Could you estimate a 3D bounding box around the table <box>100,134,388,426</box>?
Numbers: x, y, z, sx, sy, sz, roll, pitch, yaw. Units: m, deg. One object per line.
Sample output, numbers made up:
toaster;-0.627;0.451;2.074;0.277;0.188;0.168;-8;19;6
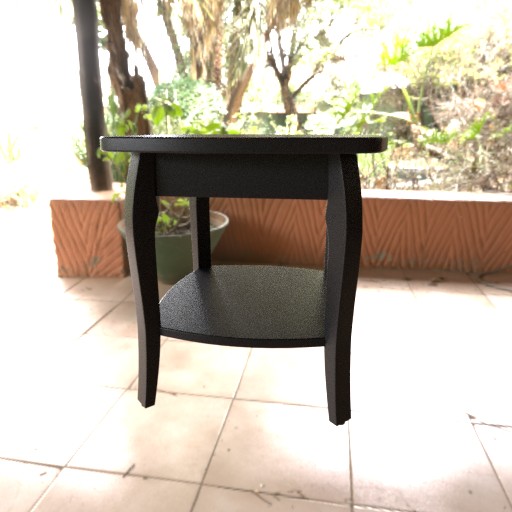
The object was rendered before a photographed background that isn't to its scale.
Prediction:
table;0.000;0.000;0.870;0.457;0.457;0.508;2;16;8
